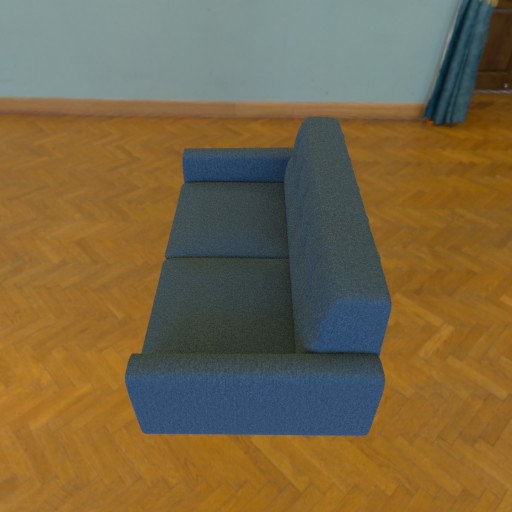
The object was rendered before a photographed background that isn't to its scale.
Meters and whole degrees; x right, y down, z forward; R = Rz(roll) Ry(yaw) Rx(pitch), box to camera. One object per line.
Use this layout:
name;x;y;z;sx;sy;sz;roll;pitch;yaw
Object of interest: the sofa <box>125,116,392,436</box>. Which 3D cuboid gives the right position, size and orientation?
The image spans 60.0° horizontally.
sofa;0.000;0.000;2.248;0.942;0.896;1.651;0;42;0
